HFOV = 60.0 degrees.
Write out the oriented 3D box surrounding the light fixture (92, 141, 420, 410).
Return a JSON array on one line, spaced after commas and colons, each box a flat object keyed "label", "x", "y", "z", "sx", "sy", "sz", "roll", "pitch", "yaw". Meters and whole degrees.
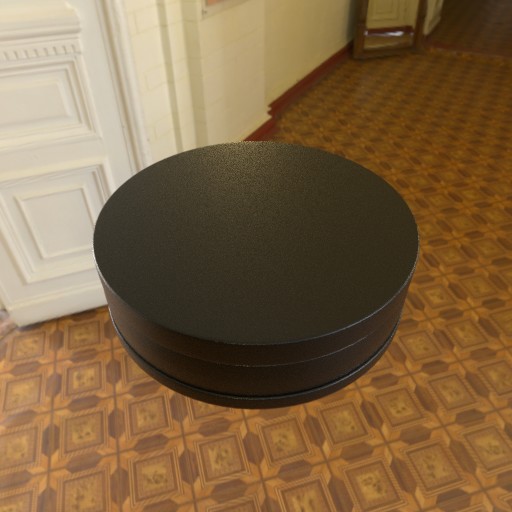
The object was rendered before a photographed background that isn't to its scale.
[{"label": "light fixture", "x": 0.000, "y": 0.000, "z": 0.424, "sx": 0.283, "sy": 0.097, "sz": 0.283, "roll": 0, "pitch": 42, "yaw": 0}]
